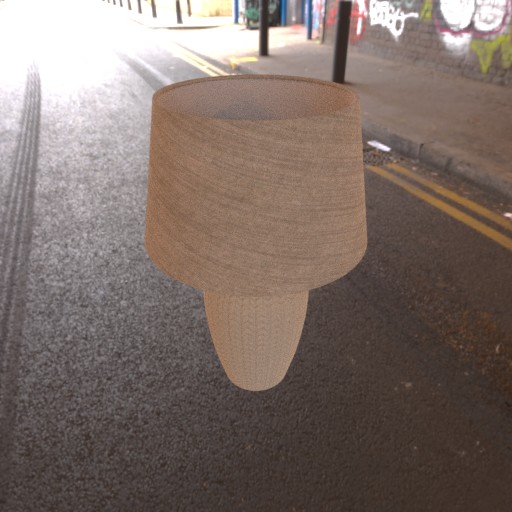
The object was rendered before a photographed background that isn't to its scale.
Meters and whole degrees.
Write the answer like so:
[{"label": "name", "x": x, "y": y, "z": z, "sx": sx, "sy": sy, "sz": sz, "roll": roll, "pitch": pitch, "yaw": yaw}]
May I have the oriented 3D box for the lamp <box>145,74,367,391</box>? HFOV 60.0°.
[{"label": "lamp", "x": 0.000, "y": 0.000, "z": 0.822, "sx": 0.390, "sy": 0.580, "sz": 0.390, "roll": 0, "pitch": 32, "yaw": 0}]
